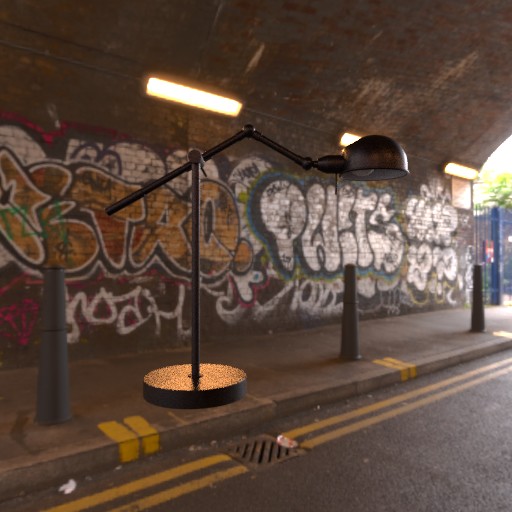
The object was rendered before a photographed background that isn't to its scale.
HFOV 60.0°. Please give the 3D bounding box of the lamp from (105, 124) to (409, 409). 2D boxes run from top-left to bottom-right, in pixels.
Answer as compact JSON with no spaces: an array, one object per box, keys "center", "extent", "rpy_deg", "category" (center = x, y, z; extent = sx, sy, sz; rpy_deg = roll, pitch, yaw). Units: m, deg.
[{"center":[0.000,0.000,0.807],"extent":[0.567,0.495,0.185],"rpy_deg":[0,-1,0],"category":"lamp"}]
